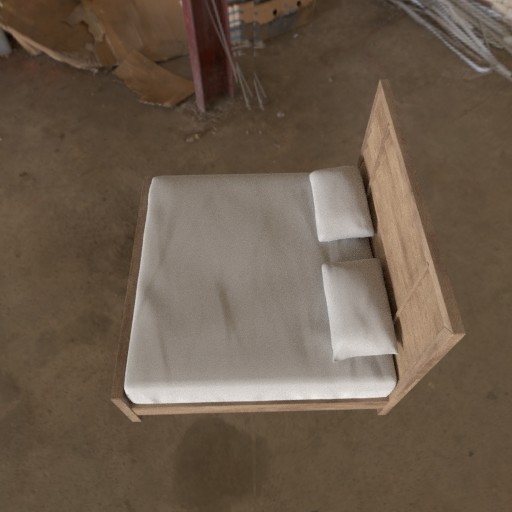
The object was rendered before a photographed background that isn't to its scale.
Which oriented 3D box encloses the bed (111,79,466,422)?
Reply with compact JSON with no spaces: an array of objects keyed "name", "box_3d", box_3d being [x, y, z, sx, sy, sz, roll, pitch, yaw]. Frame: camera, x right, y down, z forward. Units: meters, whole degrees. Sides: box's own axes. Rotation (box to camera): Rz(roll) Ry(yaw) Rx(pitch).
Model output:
[{"name":"bed","box_3d":[0.000,0.000,3.408,2.032,1.626,2.032,-1,57,-1]}]
